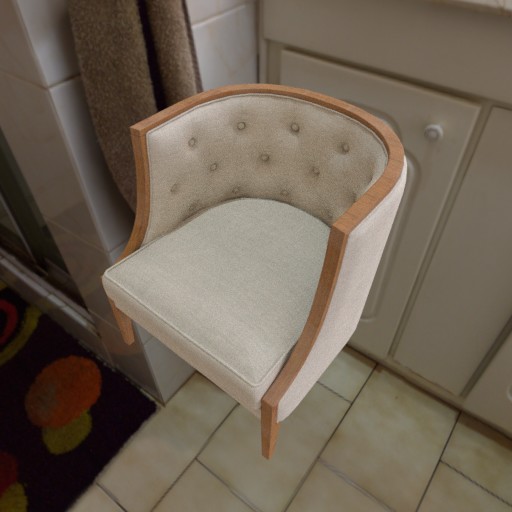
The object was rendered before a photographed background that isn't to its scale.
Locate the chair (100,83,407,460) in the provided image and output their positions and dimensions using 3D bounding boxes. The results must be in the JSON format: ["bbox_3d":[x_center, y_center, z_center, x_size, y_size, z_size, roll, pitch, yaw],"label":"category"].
[{"bbox_3d":[0.000,0.000,1.407,0.711,0.775,0.757,30,53,26],"label":"chair"}]
